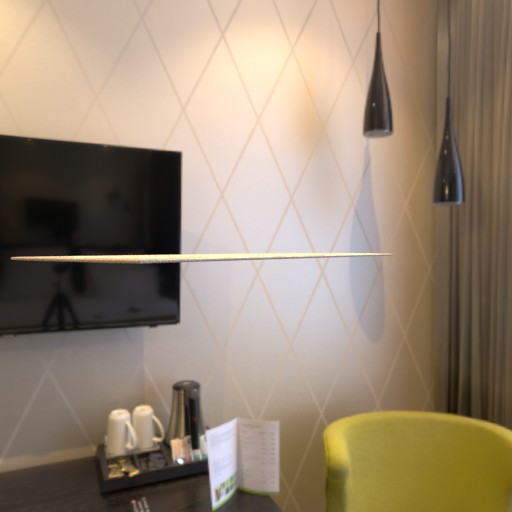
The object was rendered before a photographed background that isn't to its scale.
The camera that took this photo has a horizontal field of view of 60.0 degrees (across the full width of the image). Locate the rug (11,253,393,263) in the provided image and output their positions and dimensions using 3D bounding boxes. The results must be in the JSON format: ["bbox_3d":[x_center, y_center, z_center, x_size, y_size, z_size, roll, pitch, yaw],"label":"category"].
[{"bbox_3d":[0.000,0.000,2.659,0.855,0.017,2.452,1,1,36],"label":"rug"}]
